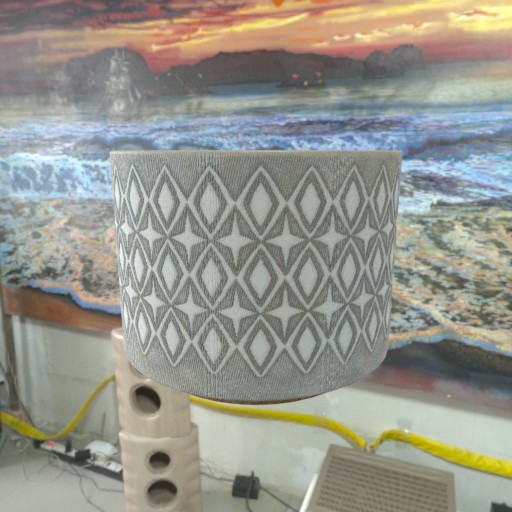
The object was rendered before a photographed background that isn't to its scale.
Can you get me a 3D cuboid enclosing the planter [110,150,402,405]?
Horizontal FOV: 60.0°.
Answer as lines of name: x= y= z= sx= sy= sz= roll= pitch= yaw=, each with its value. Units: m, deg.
planter: x=0.000 y=0.000 z=0.275 sx=0.164 sy=0.127 sz=0.164 roll=0 pitch=13 yaw=0
